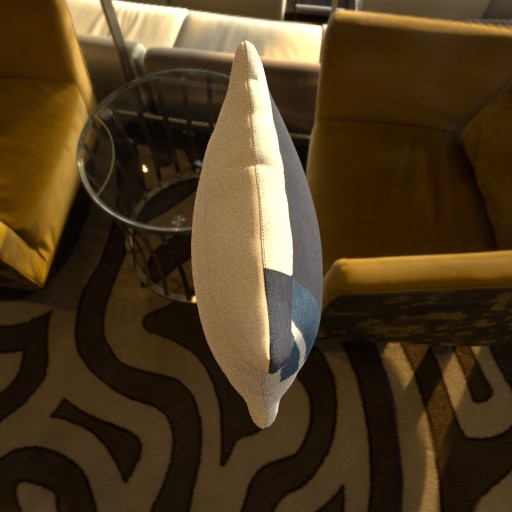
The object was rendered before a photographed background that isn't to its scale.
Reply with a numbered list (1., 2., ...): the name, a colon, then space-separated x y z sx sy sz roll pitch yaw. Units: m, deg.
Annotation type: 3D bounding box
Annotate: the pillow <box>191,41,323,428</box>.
1. pillow: 0.000 0.000 0.797 0.229 0.506 0.536 -3 63 -2
